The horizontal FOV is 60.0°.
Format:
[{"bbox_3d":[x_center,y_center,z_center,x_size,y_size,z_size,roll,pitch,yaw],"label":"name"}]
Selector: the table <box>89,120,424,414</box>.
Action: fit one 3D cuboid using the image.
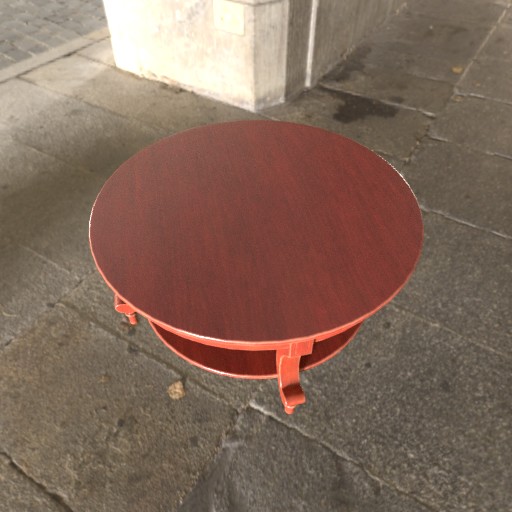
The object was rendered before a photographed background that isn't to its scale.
[{"bbox_3d":[0.000,0.000,1.573,1.029,0.486,1.029,0,47,0],"label":"table"}]
